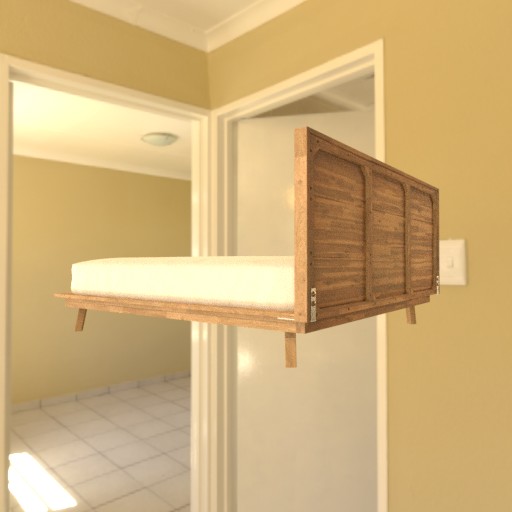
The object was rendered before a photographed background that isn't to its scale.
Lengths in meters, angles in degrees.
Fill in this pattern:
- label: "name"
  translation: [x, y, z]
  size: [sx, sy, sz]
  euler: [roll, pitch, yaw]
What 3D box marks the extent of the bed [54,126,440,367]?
- label: "bed"
  translation: [0.000, 0.000, 3.418]
  size: [2.167, 1.100, 2.116]
  euler: [0, -1, 37]
